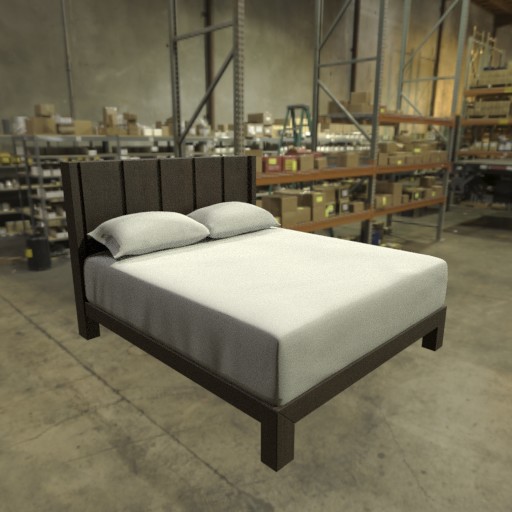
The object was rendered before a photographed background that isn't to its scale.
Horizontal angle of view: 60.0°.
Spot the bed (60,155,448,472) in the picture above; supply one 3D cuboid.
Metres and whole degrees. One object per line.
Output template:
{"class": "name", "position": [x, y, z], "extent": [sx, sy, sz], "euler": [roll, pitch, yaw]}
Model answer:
{"class": "bed", "position": [0.000, 0.000, 3.048], "extent": [1.735, 1.261, 1.992], "euler": [-14, 21, -43]}
